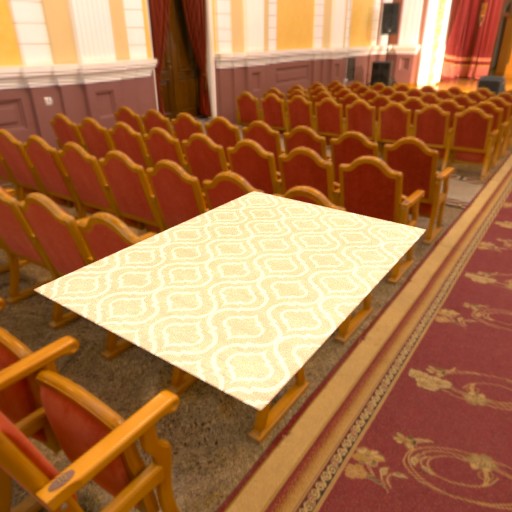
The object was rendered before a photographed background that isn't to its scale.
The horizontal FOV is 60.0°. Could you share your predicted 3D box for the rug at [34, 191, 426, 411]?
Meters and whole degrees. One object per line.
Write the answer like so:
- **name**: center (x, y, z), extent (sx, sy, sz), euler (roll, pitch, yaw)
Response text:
- **rug**: center (0.000, 0.000, 4.497), extent (2.438, 0.010, 3.353), euler (18, 32, 31)
